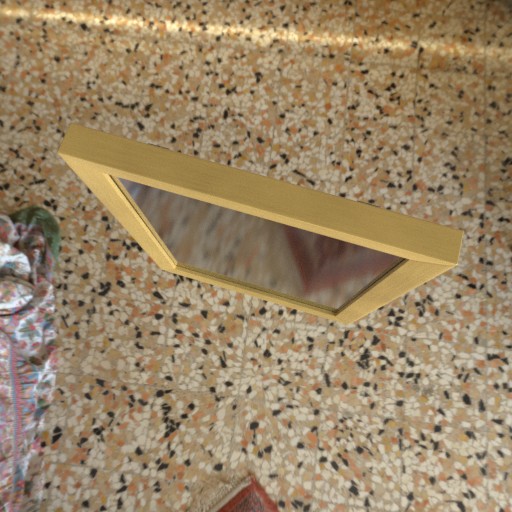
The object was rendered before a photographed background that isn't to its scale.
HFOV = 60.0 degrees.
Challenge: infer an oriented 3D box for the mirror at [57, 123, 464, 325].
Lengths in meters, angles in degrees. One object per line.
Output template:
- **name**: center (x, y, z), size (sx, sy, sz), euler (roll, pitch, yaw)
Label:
- **mirror**: center (0.000, 0.000, 0.679), size (0.405, 0.508, 0.041), euler (16, 76, 4)
